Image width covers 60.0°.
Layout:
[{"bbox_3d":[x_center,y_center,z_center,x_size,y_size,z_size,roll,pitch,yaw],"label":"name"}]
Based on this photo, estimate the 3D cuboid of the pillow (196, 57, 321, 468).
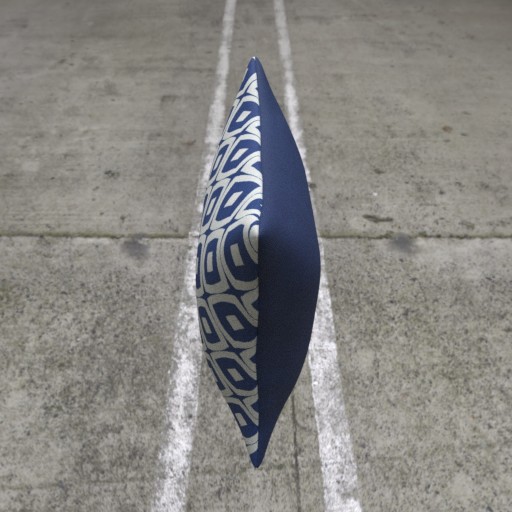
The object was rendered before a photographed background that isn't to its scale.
[{"bbox_3d":[0.000,0.000,0.748,0.188,0.494,0.504,0,41,0],"label":"pillow"}]
